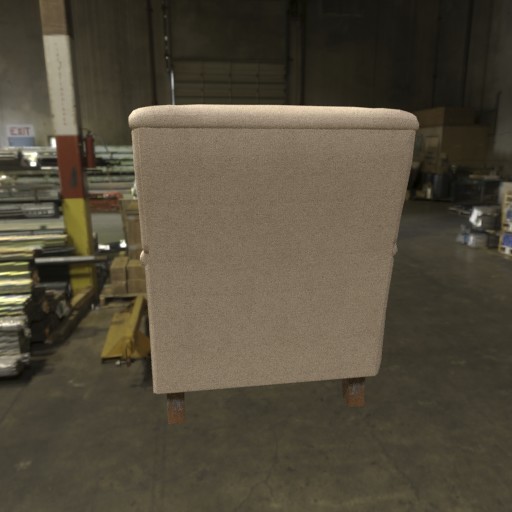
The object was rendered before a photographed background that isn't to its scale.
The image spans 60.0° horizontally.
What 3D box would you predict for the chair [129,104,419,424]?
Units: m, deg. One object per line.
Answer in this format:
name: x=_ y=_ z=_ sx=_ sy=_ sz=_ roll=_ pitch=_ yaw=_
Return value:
chair: x=0.000 y=0.000 z=1.834 sx=0.879 sy=1.119 sz=0.953 roll=-2 pitch=14 yaw=-9
